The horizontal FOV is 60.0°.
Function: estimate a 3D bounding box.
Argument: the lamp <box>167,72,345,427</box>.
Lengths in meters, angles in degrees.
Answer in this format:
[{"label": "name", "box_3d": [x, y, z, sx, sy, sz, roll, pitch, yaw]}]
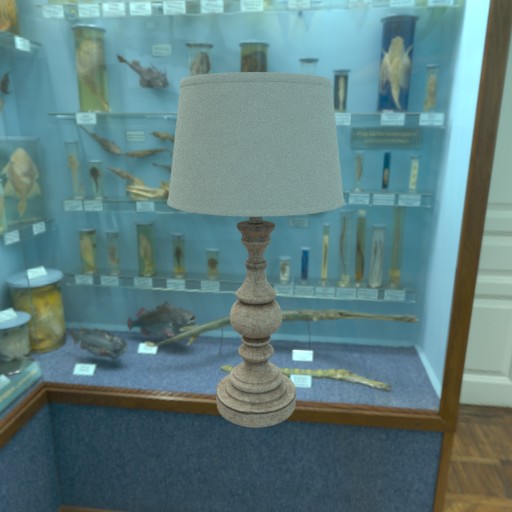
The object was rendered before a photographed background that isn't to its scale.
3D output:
[{"label": "lamp", "box_3d": [0.000, 0.000, 0.893, 0.340, 0.678, 0.340, 0, 16, 0]}]
